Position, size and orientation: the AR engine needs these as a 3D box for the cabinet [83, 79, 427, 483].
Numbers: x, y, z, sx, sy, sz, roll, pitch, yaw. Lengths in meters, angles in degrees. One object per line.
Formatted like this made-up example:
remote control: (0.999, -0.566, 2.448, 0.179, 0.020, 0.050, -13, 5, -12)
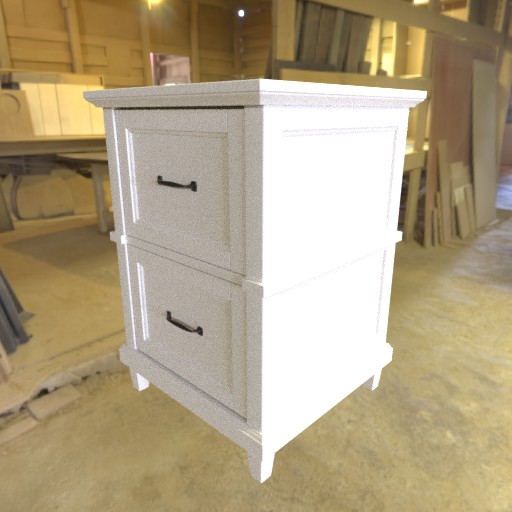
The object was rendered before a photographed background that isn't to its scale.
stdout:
cabinet: (0.000, 0.000, 1.110, 0.544, 0.775, 0.547, 17, 24, 41)
